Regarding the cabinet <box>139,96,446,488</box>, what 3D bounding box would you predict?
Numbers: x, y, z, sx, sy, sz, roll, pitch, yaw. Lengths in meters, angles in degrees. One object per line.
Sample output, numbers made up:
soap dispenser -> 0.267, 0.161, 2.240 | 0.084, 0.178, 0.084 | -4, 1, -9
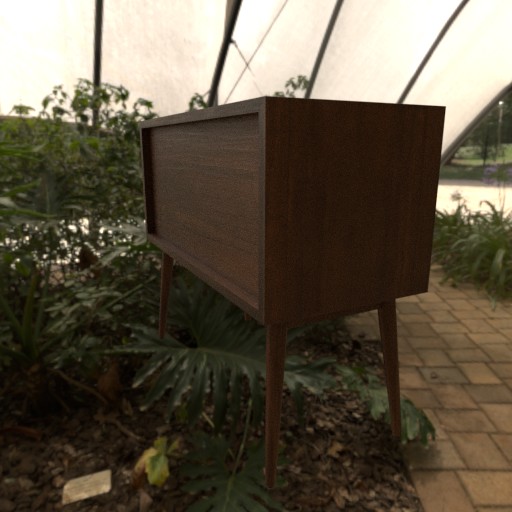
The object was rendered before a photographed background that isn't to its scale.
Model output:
cabinet -> 0.000, 0.000, 1.081 | 0.354, 0.654, 0.743 | -7, 16, -26
